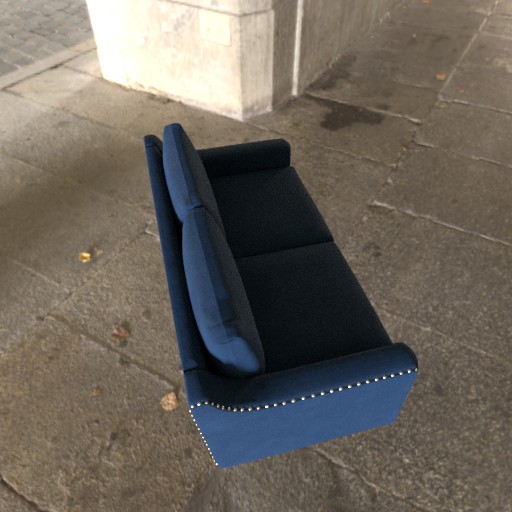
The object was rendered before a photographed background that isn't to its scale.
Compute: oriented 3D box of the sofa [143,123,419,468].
[{"bbox_3d":[0.000,0.000,2.767,1.104,0.983,2.107,-11,47,-10],"label":"sofa"}]
